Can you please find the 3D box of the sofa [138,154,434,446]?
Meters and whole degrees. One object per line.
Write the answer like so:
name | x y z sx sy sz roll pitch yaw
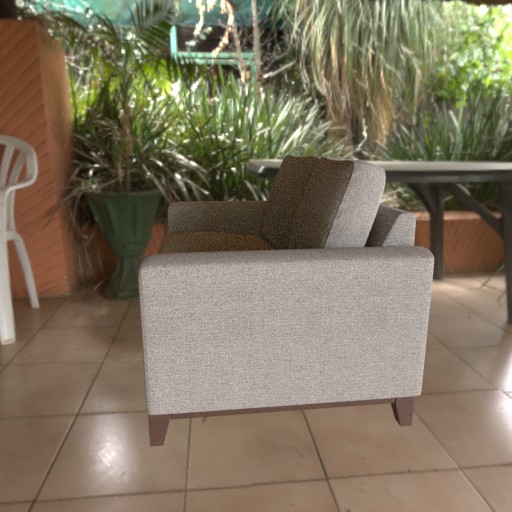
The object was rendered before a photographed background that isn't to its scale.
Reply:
sofa | 0.000 0.000 2.000 0.917 0.873 1.420 -2 14 -7
